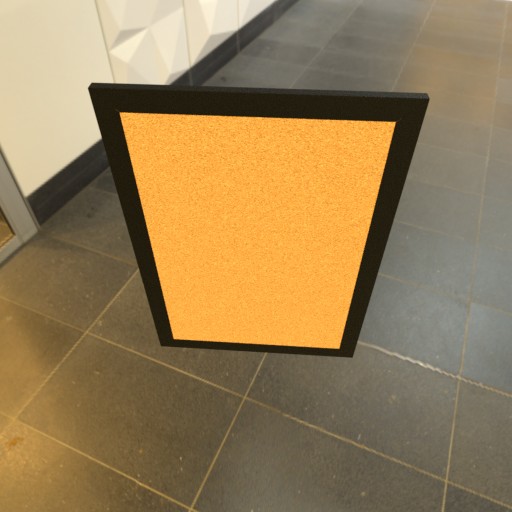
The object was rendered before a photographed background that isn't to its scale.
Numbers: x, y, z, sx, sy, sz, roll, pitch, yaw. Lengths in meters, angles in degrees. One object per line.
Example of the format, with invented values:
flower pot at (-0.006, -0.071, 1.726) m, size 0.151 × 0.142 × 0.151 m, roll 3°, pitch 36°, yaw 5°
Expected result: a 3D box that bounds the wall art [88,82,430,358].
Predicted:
wall art at (0.000, 0.000, 0.591) m, size 0.326 × 0.459 × 0.011 m, roll 3°, pitch 46°, yaw 3°
